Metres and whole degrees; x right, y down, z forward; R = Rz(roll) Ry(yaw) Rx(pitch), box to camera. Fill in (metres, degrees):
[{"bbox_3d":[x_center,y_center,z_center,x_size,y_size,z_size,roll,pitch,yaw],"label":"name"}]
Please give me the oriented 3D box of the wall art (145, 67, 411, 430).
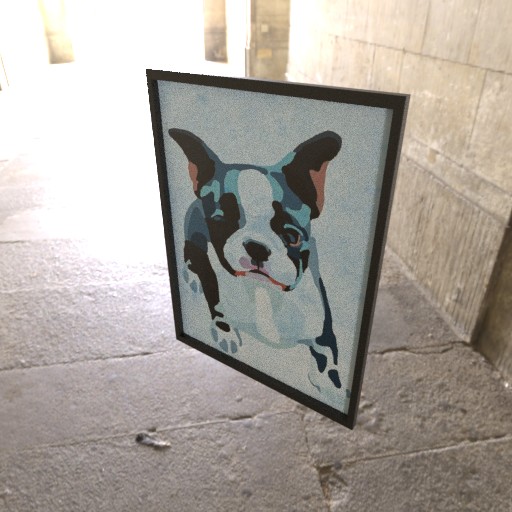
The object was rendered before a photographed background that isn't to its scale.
[{"bbox_3d":[0.000,0.000,1.370,0.774,1.027,0.030,19,35,30],"label":"wall art"}]
